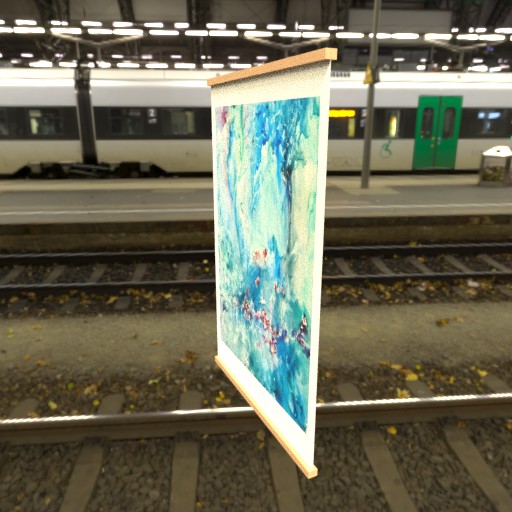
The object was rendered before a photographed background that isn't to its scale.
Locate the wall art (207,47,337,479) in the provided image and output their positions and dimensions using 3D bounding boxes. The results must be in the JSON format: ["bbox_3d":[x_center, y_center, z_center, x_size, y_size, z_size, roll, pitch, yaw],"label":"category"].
[{"bbox_3d":[0.000,0.000,1.296,0.027,1.020,0.669,-8,18,-25],"label":"wall art"}]
